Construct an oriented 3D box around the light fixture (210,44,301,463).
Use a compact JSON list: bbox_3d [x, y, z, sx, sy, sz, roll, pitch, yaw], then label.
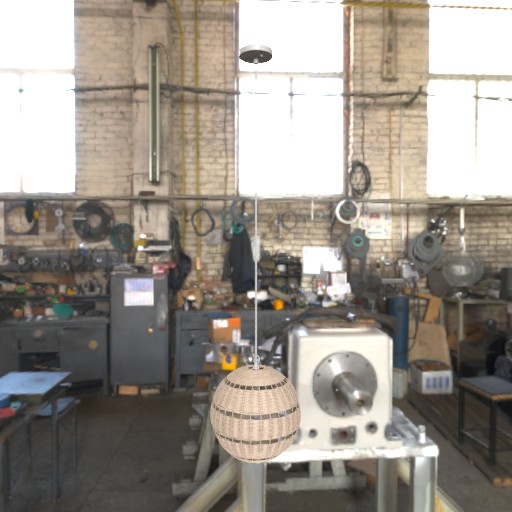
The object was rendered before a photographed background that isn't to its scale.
[{"bbox_3d":[0.000,0.000,2.210,0.457,2.019,0.457,-1,2,-36],"label":"light fixture"}]
